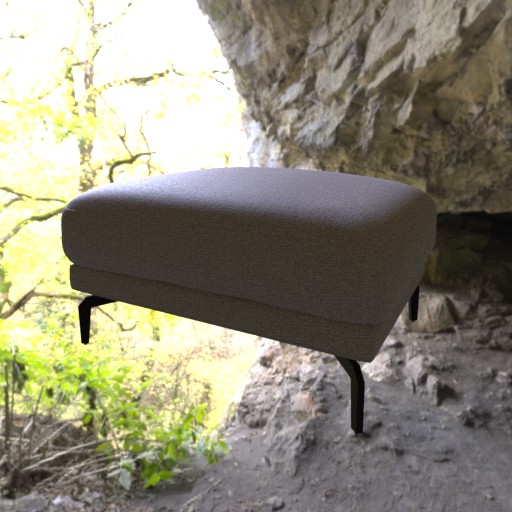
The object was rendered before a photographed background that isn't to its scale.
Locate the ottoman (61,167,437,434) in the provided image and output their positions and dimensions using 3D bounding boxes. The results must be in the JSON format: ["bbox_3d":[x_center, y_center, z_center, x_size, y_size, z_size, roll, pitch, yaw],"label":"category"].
[{"bbox_3d":[0.000,0.000,1.092,0.772,0.420,0.568,9,18,28],"label":"ottoman"}]
